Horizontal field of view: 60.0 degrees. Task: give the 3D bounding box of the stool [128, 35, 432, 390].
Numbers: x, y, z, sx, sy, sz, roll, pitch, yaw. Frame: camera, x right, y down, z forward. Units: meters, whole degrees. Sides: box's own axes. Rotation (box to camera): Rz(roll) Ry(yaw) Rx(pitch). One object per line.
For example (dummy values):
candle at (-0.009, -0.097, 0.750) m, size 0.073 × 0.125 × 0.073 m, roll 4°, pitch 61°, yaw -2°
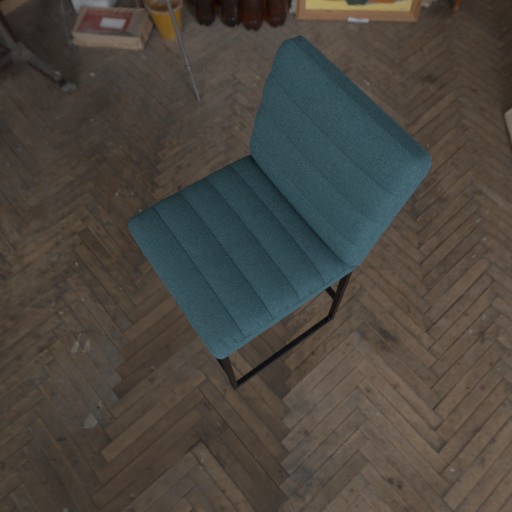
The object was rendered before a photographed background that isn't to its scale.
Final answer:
stool at (0.000, 0.000, 1.348) m, size 0.560 × 1.040 × 0.460 m, roll -33°, pitch 70°, yaw -14°
